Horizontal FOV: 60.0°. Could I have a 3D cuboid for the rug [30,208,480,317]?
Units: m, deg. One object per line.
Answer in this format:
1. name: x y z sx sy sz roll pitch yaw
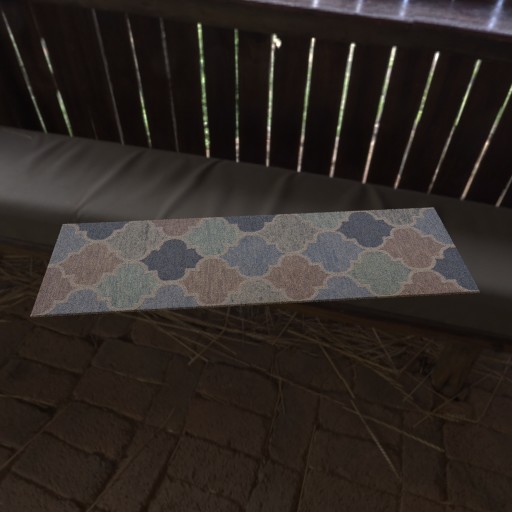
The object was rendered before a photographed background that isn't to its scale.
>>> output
1. rug: 0.000 0.000 2.487 2.287 0.011 0.687 -3 46 -3
